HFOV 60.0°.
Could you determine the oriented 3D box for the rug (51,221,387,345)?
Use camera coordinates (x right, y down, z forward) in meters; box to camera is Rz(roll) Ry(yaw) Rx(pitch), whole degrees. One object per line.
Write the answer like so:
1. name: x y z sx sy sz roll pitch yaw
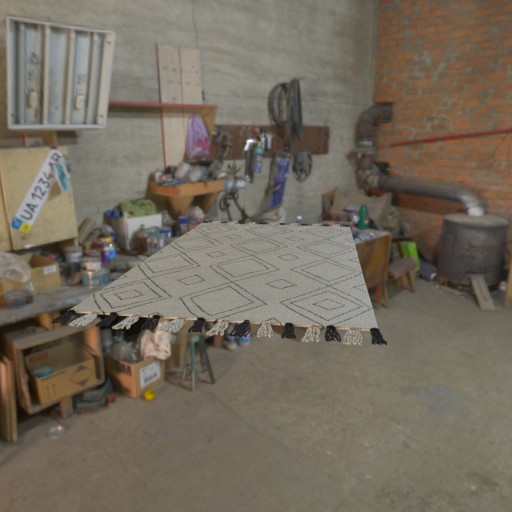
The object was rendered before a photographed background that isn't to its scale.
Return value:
1. rug: 0.000 0.000 3.249 1.524 0.021 2.755 2 15 8
